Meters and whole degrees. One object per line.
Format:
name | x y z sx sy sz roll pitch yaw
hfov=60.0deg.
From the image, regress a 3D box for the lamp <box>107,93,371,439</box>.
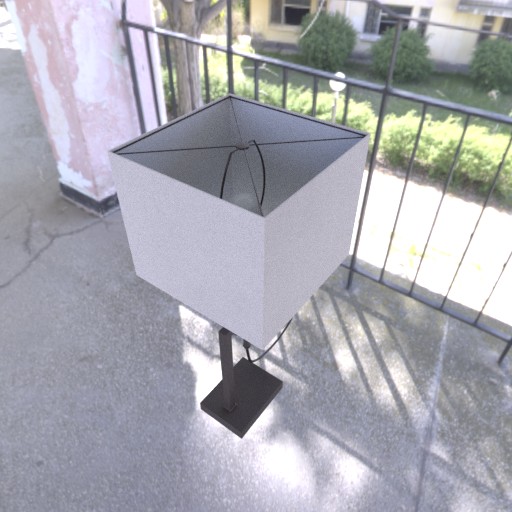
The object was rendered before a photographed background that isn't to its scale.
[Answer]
lamp | 0.000 0.000 0.967 0.399 0.660 0.504 26 47 27
